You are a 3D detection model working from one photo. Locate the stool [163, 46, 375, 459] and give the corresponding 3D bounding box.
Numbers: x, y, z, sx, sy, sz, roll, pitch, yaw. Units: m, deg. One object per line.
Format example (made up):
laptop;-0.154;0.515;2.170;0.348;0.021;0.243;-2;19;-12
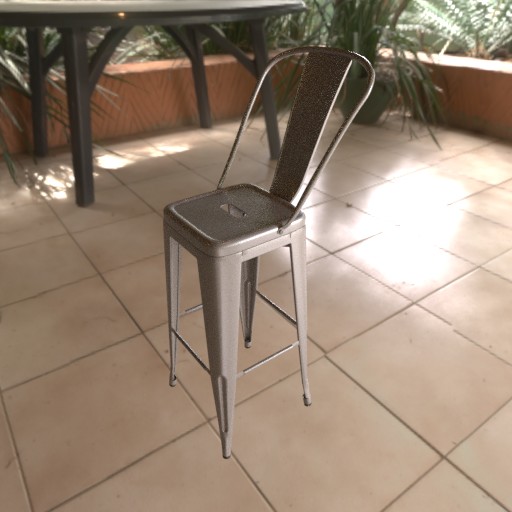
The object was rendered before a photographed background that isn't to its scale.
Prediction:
stool;0.000;0.000;1.319;0.513;1.096;0.399;-21;38;-30
